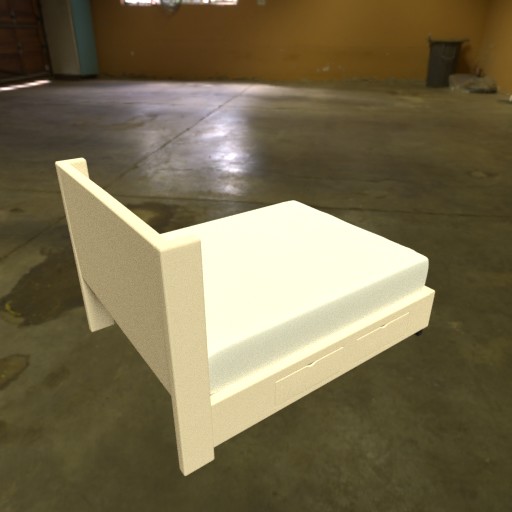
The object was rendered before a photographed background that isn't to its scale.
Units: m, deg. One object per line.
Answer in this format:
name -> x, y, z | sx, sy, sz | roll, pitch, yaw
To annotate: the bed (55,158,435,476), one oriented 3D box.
bed -> 0.000, 0.000, 3.454 | 2.280, 1.471, 1.765 | -18, 32, -31
